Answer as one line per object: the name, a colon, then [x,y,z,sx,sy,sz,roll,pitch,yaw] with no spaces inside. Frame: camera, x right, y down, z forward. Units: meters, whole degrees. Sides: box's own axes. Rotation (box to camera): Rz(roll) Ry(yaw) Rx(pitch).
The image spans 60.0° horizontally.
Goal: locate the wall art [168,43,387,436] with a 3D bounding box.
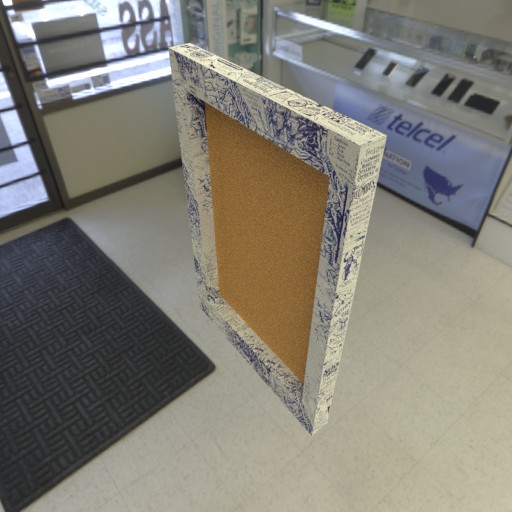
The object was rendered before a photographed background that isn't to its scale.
wall art: [0.000,0.000,0.776,0.040,0.601,0.408,-26,47,-27]
